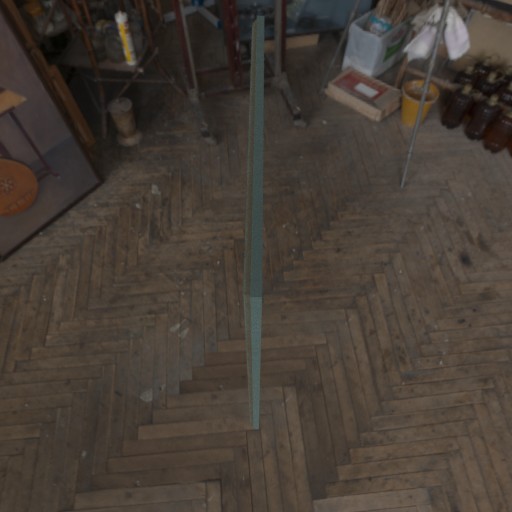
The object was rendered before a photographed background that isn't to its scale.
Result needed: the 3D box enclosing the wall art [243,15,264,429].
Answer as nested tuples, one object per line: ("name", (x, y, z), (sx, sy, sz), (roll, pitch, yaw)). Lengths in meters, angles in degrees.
("wall art", (0.000, 0.000, 1.293), (0.030, 0.983, 0.767), (1, 58, 0))
